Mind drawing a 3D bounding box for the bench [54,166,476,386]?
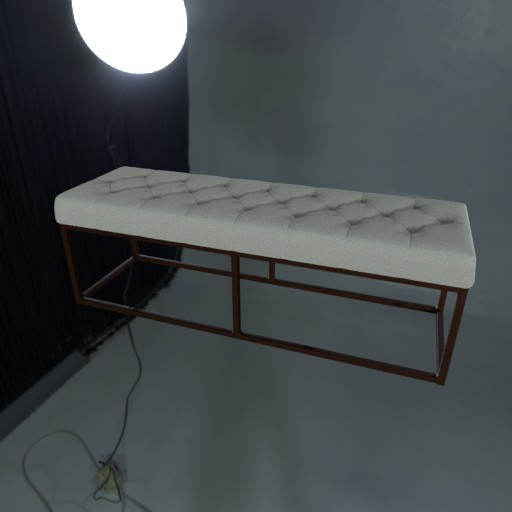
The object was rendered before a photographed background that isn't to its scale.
[{"bbox_3d":[0.000,0.000,1.740,1.488,0.488,0.479,9,28,17],"label":"bench"}]
